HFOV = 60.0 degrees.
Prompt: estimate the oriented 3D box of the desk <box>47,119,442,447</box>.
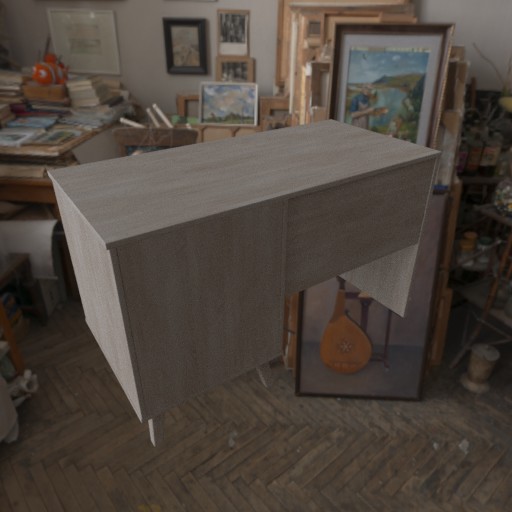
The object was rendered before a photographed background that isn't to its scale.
[{"bbox_3d":[0.000,0.000,1.739,1.251,0.770,0.600,-19,35,-29],"label":"desk"}]
